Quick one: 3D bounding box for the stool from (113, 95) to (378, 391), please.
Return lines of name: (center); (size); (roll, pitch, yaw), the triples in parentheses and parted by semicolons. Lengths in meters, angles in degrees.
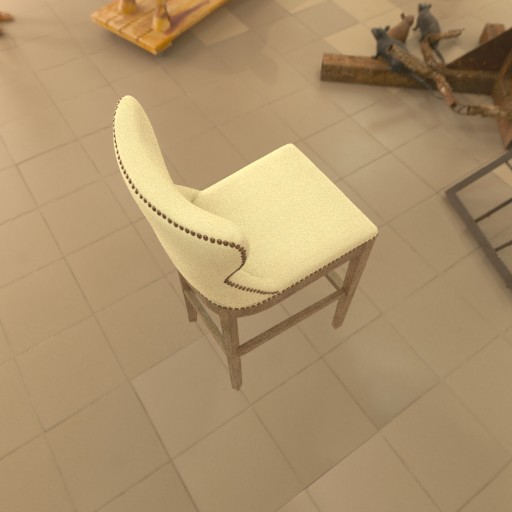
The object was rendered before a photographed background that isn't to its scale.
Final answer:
stool: (0.000, 0.000, 1.426); (0.606, 1.123, 0.494); (-30, 63, -17)
